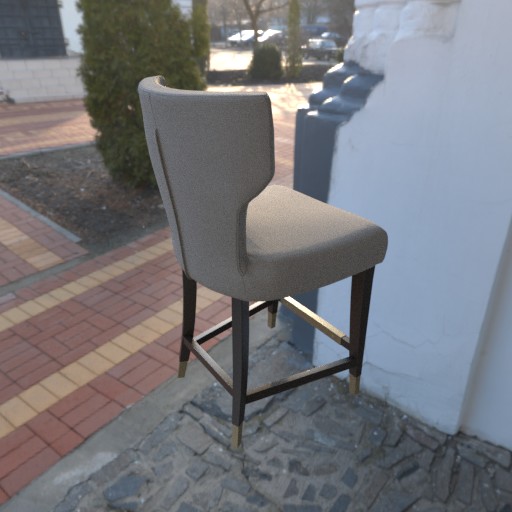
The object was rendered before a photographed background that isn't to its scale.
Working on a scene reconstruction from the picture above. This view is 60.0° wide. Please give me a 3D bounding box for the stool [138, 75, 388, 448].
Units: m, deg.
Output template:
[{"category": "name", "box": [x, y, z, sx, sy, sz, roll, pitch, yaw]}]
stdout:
[{"category": "stool", "box": [0.000, 0.000, 1.317, 0.563, 0.982, 0.527, -18, 32, -31]}]
